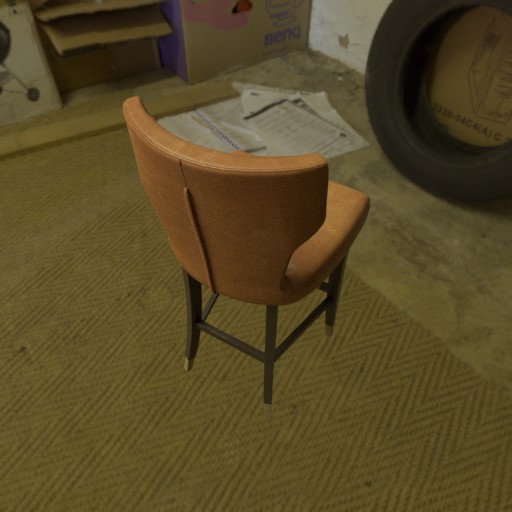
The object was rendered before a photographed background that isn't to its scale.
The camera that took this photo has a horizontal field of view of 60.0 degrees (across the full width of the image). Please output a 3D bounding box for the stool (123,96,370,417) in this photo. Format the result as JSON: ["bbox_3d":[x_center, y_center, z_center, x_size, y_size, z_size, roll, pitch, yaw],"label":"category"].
[{"bbox_3d":[0.000,0.000,1.408,0.526,1.092,0.563,23,51,20],"label":"stool"}]
